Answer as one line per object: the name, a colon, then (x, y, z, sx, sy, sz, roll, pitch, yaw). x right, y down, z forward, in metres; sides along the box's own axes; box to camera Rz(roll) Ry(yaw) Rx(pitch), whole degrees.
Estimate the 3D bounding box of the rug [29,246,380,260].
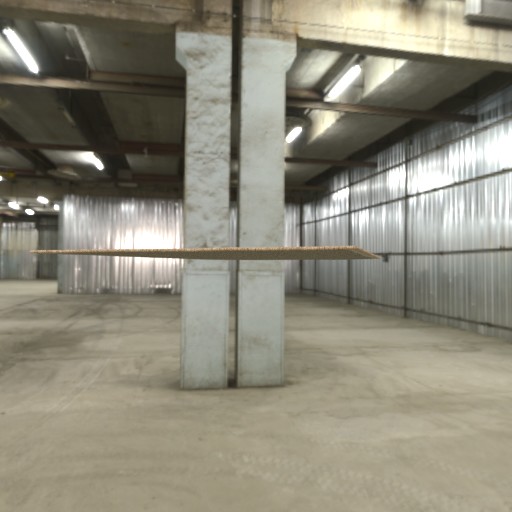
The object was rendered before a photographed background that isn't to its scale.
rug: (0.000, 0.000, 2.351, 1.211, 0.018, 1.822, 0, -1, 18)
